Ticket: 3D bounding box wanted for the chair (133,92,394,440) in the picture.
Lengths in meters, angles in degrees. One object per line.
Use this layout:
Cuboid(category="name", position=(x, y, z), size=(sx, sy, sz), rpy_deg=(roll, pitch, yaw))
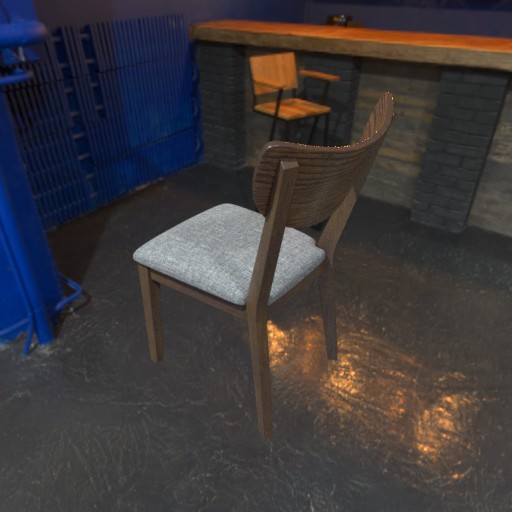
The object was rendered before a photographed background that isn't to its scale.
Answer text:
Cuboid(category="chair", position=(0.000, 0.000, 1.228), size=(0.583, 0.849, 0.491), rpy_deg=(23, 39, 31))
